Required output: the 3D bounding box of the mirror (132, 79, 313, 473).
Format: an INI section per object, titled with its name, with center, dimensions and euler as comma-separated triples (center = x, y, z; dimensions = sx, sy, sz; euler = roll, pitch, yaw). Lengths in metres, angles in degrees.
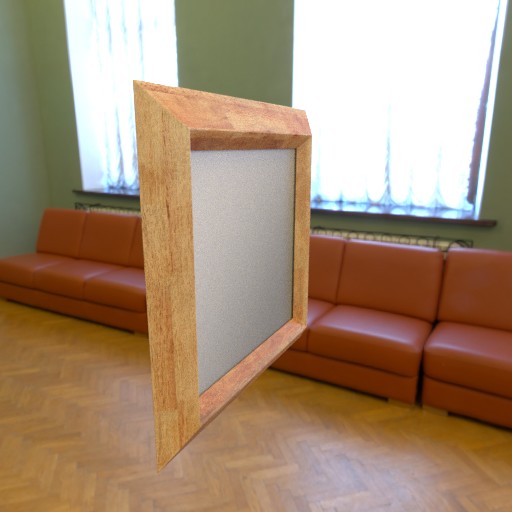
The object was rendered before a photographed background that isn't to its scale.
[mirror]
center = 0.000, 0.000, 0.969
dimensions = 0.047, 0.651, 0.651
euler = 7, 16, 27
